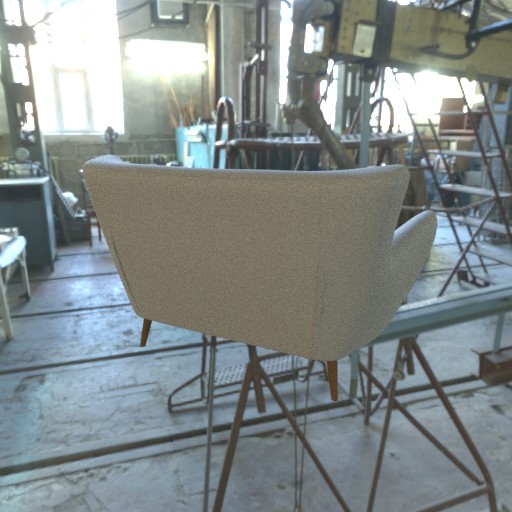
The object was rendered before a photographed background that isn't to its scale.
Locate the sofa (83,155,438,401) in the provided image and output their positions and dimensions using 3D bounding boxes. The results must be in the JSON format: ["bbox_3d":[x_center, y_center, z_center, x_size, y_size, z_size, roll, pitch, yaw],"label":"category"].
[{"bbox_3d":[0.000,0.000,1.994,1.424,0.878,0.921,8,18,26],"label":"sofa"}]
